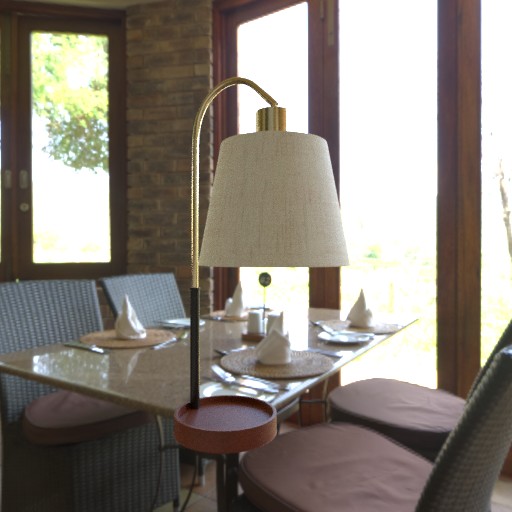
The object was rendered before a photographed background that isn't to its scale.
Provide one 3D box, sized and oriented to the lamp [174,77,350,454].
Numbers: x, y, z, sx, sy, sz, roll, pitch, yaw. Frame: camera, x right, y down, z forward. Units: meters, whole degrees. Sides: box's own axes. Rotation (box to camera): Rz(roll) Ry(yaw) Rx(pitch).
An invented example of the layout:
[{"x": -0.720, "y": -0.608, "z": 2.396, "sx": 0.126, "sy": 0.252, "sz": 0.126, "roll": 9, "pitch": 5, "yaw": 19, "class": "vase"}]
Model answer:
[{"x": 0.000, "y": 0.000, "z": 0.642, "sx": 0.273, "sy": 0.536, "sz": 0.211, "roll": 0, "pitch": 0, "yaw": 37, "class": "lamp"}]
